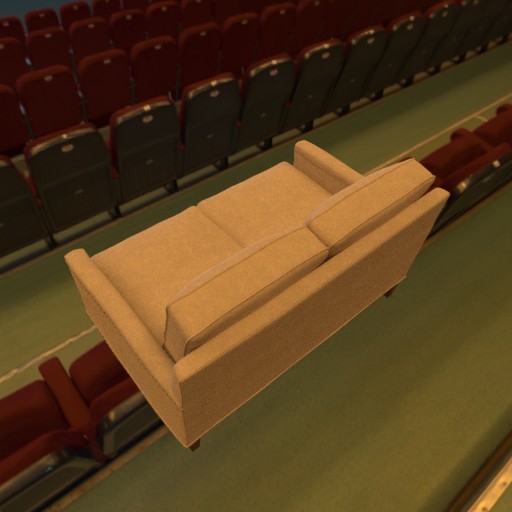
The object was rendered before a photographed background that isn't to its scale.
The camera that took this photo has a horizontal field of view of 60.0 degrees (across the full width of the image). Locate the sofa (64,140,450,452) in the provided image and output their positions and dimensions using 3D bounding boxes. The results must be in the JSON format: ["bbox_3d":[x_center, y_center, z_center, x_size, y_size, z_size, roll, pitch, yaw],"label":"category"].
[{"bbox_3d":[0.000,0.000,2.281,1.597,1.002,1.084,-31,54,-26],"label":"sofa"}]
